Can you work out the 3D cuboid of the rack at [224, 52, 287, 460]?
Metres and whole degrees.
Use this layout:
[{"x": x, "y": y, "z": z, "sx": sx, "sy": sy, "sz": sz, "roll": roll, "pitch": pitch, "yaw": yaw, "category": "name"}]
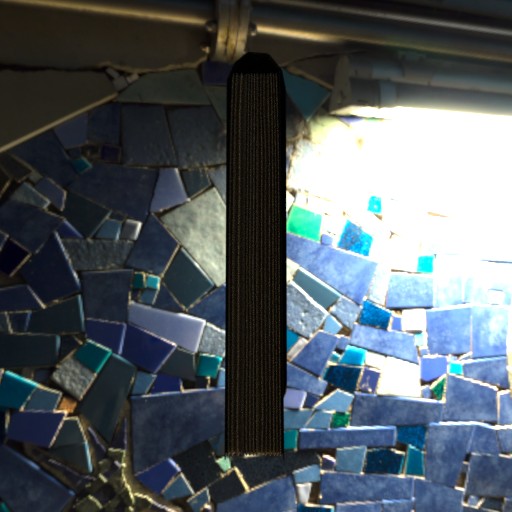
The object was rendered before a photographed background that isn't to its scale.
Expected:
[{"x": 0.000, "y": 0.000, "z": 0.425, "sx": 0.041, "sy": 0.241, "sz": 0.330, "roll": 0, "pitch": 0, "yaw": 0, "category": "rack"}]
